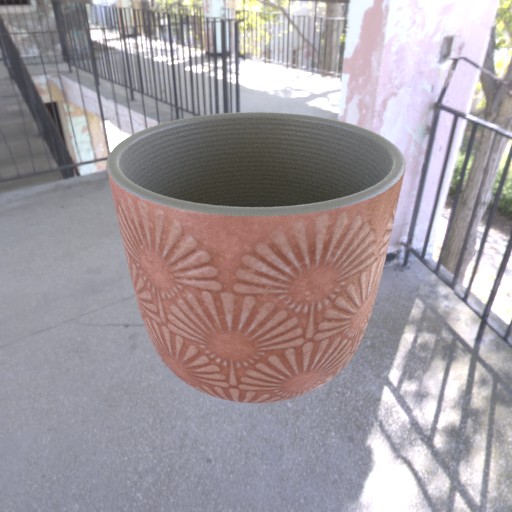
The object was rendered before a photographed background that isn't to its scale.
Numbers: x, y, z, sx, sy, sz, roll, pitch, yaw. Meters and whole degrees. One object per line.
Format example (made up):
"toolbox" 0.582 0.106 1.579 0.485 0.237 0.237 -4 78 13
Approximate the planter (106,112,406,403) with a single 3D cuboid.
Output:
"planter" 0.000 0.000 0.218 0.124 0.109 0.124 0 32 0
